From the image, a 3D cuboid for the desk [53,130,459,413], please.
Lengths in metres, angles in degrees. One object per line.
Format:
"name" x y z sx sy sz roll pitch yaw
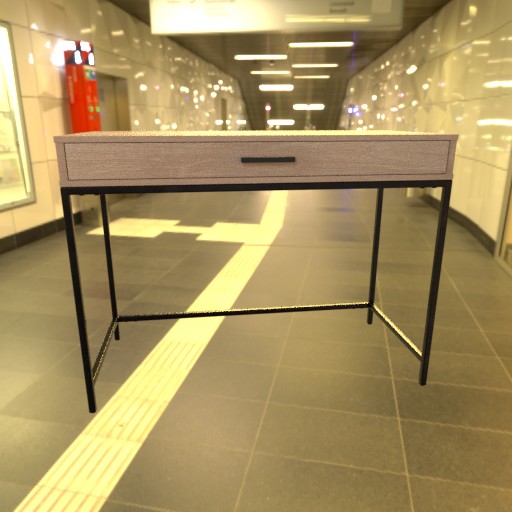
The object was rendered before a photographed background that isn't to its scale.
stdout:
"desk" 0.000 0.000 1.421 1.016 0.762 0.470 -2 17 -7
